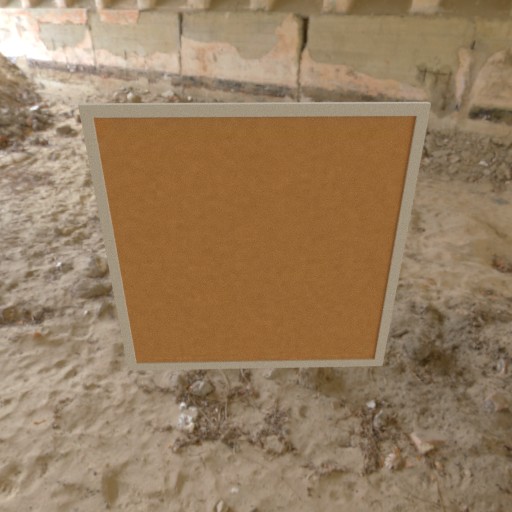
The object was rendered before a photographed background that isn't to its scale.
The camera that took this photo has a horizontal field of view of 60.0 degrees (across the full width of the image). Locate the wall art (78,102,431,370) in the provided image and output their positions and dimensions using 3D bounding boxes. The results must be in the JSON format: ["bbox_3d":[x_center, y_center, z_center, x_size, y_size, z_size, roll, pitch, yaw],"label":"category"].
[{"bbox_3d":[0.000,0.000,0.691,0.457,0.457,0.012,-1,29,-1],"label":"wall art"}]
